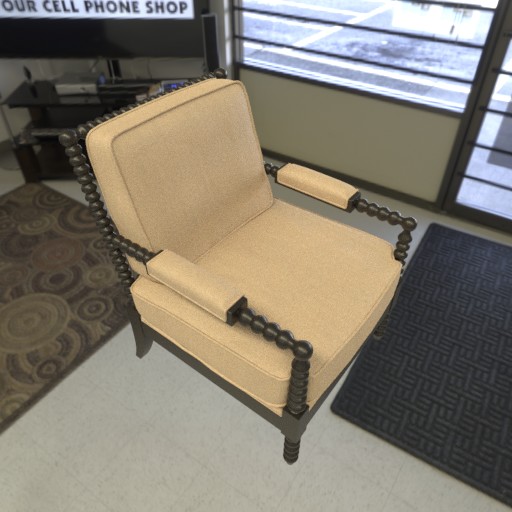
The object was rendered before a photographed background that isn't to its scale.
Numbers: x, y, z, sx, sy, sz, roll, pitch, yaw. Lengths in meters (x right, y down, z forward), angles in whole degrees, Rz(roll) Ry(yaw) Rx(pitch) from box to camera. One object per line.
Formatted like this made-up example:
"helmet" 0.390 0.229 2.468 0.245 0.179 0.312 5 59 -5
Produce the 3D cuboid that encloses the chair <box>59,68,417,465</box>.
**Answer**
"chair" 0.000 0.000 1.148 0.657 0.703 0.555 27 48 27
